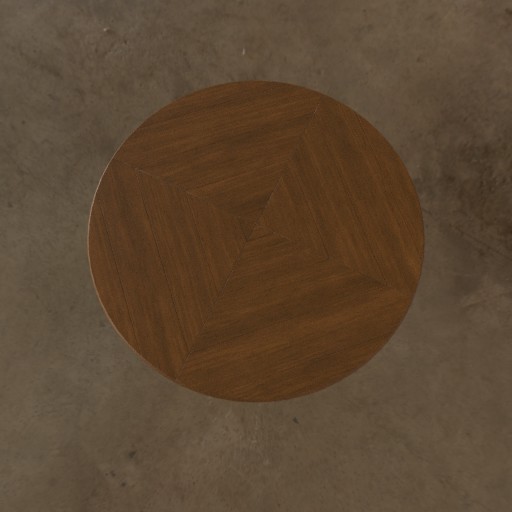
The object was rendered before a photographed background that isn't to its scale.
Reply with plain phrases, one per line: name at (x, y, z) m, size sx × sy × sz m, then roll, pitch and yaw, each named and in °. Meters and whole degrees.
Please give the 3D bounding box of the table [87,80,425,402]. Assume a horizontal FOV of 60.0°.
table at (0.000, 0.000, 1.744) m, size 1.055 × 0.757 × 1.055 m, roll 0°, pitch 75°, yaw 0°
